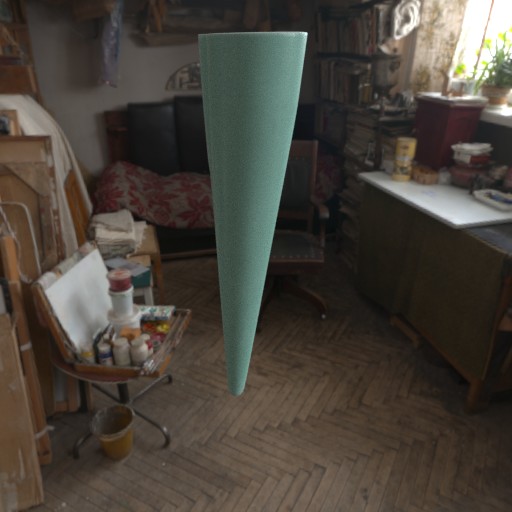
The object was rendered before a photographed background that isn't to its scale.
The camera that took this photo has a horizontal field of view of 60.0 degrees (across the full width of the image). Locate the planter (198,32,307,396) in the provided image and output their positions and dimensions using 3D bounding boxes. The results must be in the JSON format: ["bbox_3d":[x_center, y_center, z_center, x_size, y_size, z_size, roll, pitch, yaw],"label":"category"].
[{"bbox_3d":[0.000,0.000,0.297,0.055,0.268,0.054,17,31,31],"label":"planter"}]
